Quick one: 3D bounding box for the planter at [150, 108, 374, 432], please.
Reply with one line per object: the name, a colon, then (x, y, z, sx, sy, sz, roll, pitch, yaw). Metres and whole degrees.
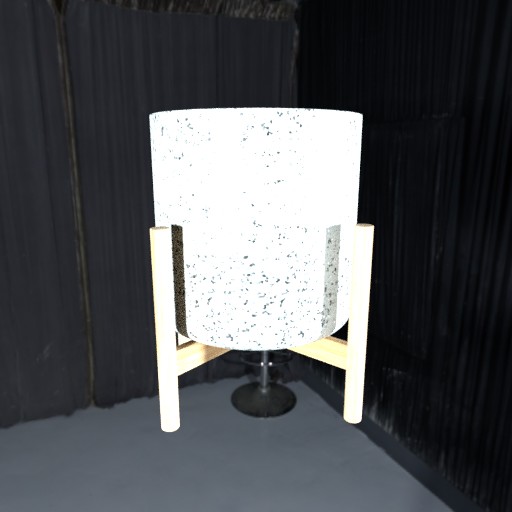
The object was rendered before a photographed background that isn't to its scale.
planter: (0.000, 0.000, 0.697, 0.360, 0.419, 0.360, -7, 15, -26)
